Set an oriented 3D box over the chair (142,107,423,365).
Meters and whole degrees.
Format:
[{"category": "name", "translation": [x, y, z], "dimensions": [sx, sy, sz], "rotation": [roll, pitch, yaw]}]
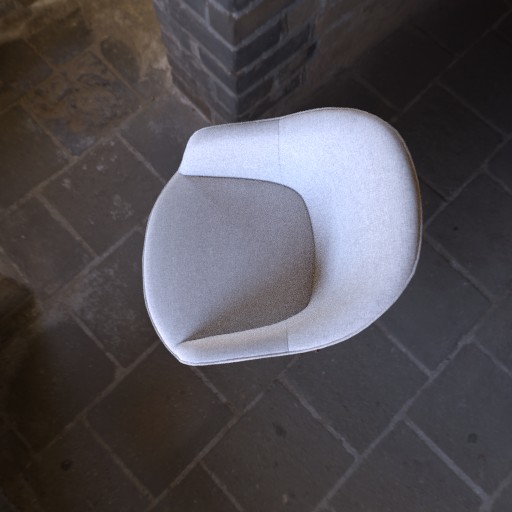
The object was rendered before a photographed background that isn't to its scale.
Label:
[{"category": "chair", "translation": [0.000, 0.000, 1.236], "dimensions": [0.635, 0.823, 0.596], "rotation": [-1, 75, 0]}]
